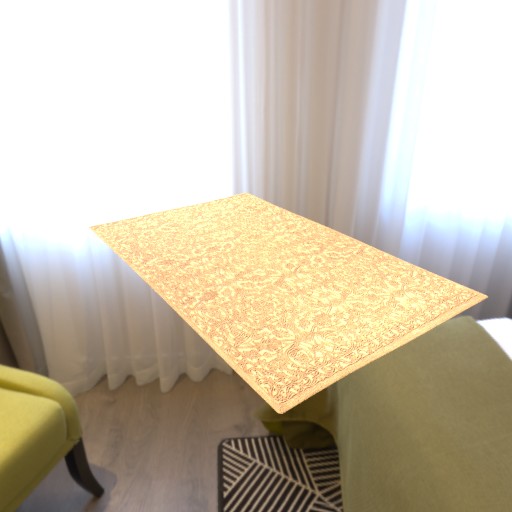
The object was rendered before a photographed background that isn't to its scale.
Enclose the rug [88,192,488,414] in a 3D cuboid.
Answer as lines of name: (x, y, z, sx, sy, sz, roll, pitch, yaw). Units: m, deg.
rug: (0.000, 0.000, 3.019, 1.529, 0.012, 2.435, -17, 31, -32)
